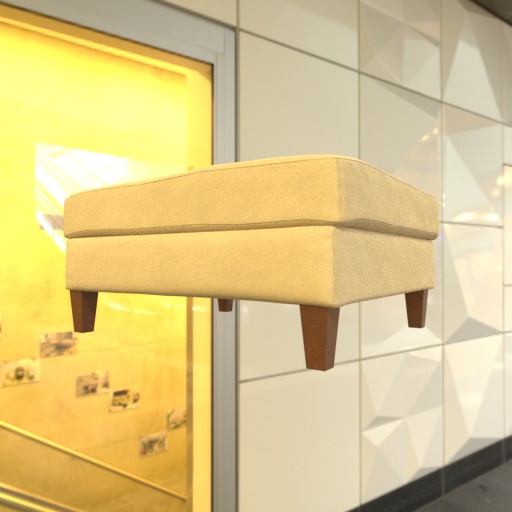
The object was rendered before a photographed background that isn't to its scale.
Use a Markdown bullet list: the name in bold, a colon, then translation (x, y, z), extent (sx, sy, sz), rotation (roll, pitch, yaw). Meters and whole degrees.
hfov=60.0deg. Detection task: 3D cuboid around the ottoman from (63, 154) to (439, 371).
- **ottoman**: translation (0.000, 0.000, 1.488), extent (1.002, 0.492, 0.836), rotation (-1, -1, 35)
